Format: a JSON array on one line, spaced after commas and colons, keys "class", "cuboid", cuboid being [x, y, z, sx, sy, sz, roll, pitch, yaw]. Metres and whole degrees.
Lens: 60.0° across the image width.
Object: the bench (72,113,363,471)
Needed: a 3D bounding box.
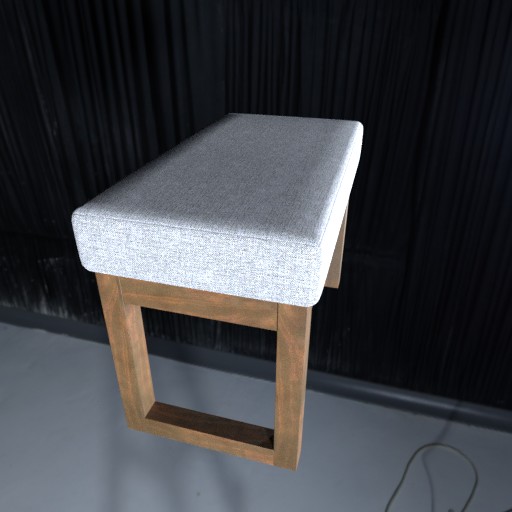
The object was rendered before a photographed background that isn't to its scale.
[{"class": "bench", "cuboid": [0.000, 0.000, 0.971, 0.366, 0.467, 0.681, 8, 31, 14]}]
